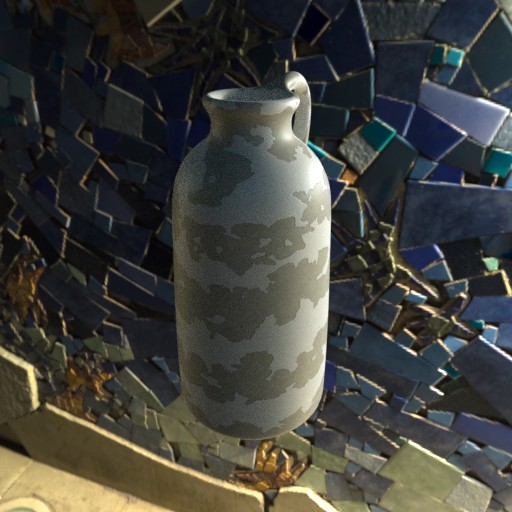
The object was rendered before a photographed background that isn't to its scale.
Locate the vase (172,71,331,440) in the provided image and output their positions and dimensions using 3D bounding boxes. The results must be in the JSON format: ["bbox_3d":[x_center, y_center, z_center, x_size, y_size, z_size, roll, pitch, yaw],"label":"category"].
[{"bbox_3d":[0.000,0.000,0.507,0.186,0.382,0.203,19,33,31],"label":"vase"}]
